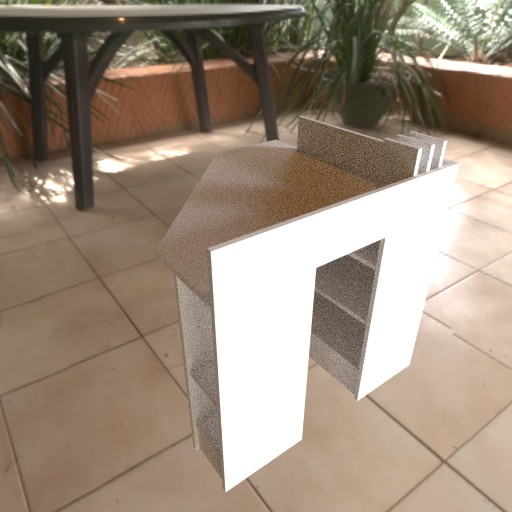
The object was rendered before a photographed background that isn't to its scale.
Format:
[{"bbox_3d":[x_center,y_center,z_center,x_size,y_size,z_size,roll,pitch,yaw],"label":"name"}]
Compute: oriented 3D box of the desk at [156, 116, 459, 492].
[{"bbox_3d":[0.000,0.000,1.730,0.940,0.986,0.940,-21,37,-31],"label":"desk"}]
